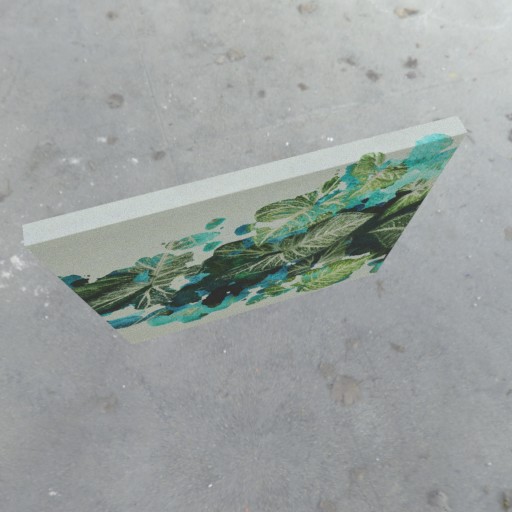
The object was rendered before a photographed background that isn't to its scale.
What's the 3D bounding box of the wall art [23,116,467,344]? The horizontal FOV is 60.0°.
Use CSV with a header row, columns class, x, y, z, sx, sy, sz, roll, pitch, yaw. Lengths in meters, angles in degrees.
class,x,y,z,sx,sy,sz,roll,pitch,yaw
wall art,0.000,0.000,0.967,0.711,0.610,0.043,-15,66,-7
